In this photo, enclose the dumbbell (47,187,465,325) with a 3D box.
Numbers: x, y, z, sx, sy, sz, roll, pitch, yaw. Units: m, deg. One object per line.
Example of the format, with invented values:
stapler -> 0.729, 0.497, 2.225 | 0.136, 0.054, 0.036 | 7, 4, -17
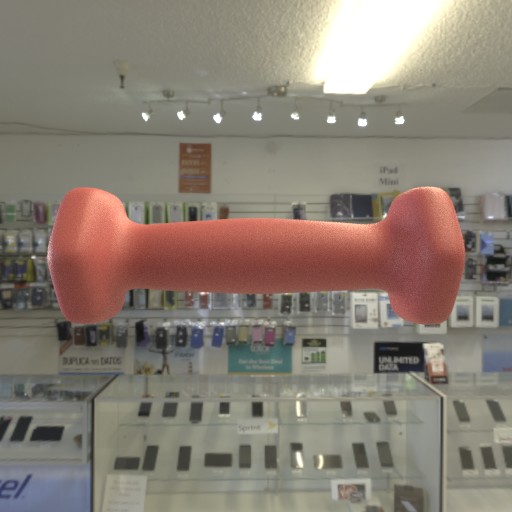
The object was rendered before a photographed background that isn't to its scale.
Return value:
dumbbell -> 0.000, 0.000, 0.145 | 0.123, 0.043, 0.047 | 0, 0, 1
